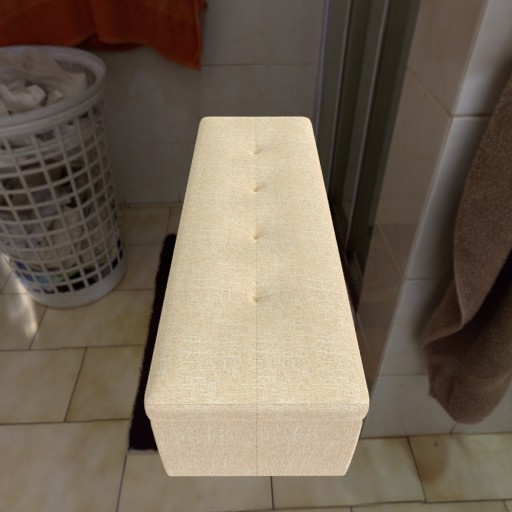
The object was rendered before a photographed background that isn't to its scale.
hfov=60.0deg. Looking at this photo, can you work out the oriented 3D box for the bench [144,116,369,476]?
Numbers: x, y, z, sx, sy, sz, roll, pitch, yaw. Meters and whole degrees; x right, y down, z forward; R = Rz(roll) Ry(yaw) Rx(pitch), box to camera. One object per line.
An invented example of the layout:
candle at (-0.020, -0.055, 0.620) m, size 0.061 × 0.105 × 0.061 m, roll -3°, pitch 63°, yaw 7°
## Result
bench at (0.000, 0.000, 1.386) m, size 0.432 × 0.406 × 1.219 m, roll 0°, pitch 42°, yaw 0°
